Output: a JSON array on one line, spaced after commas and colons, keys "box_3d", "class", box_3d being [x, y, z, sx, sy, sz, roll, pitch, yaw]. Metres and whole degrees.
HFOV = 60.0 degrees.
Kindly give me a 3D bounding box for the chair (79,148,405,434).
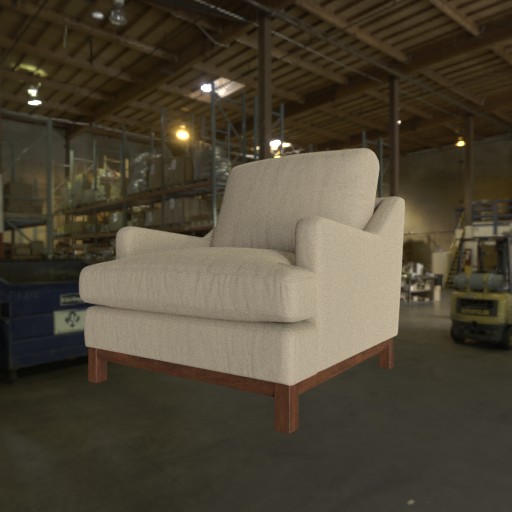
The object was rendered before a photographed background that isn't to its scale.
[{"box_3d": [0.000, 0.000, 1.758, 0.912, 0.916, 1.001, 0, 0, 35], "class": "chair"}]
